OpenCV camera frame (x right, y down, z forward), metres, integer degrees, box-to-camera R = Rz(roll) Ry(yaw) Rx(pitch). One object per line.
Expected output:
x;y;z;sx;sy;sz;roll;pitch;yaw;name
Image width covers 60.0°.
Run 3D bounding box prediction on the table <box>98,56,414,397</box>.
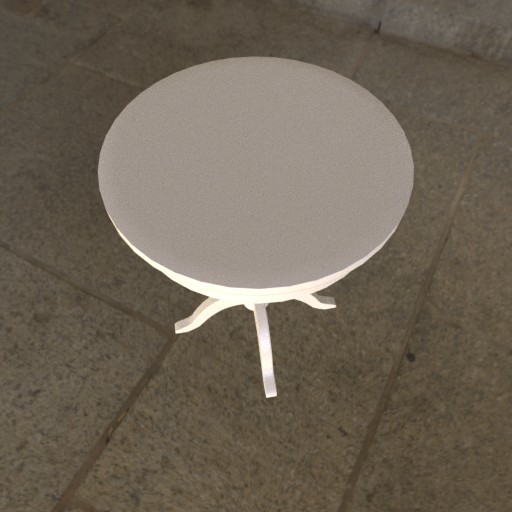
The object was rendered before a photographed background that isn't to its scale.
0.000;0.000;1.007;0.513;0.653;0.513;0;58;0;table
